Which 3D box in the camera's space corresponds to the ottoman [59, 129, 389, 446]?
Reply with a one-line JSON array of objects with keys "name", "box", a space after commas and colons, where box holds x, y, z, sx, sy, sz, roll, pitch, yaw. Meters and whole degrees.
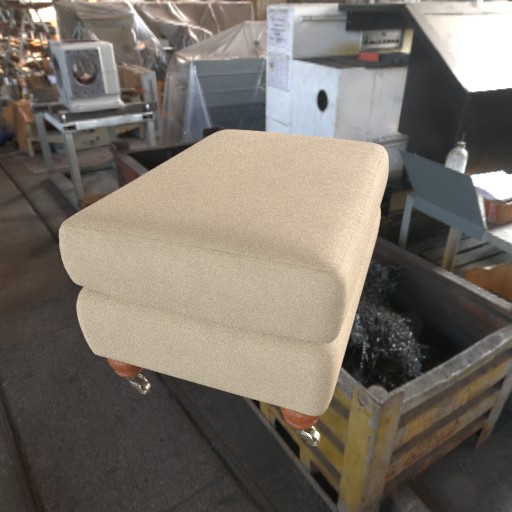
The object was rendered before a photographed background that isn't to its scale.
[{"name": "ottoman", "box": [0.000, 0.000, 1.159, 0.569, 0.504, 0.773, 10, 32, 17]}]
